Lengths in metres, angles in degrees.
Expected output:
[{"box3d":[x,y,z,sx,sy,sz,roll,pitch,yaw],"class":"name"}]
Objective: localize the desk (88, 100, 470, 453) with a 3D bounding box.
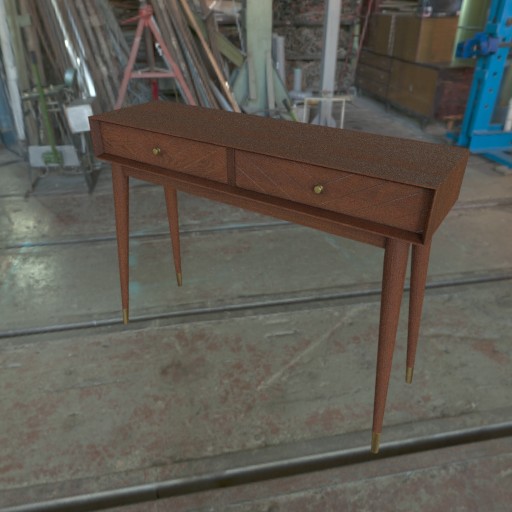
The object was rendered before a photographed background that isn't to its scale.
[{"box3d":[0.000,0.000,1.630,1.204,0.917,0.384,19,35,29],"class":"desk"}]
